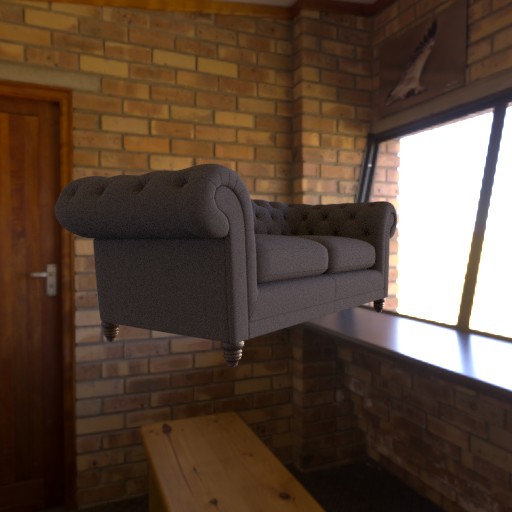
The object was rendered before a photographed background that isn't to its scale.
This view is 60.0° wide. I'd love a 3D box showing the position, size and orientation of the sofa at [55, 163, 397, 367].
[{"bbox_3d":[0.000,0.000,2.511,0.986,0.764,1.998,1,2,35],"label":"sofa"}]
